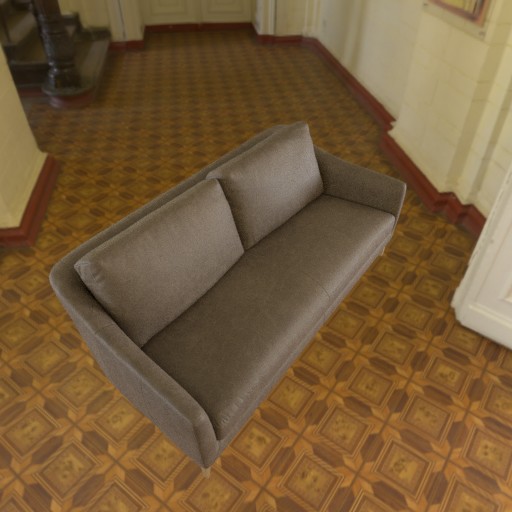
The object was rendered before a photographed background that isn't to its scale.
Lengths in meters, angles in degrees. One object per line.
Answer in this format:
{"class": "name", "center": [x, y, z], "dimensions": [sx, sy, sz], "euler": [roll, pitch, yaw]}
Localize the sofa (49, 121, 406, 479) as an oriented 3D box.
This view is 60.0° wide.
{"class": "sofa", "center": [0.000, 0.000, 2.505], "dimensions": [0.960, 0.902, 2.036], "euler": [25, 47, 26]}
